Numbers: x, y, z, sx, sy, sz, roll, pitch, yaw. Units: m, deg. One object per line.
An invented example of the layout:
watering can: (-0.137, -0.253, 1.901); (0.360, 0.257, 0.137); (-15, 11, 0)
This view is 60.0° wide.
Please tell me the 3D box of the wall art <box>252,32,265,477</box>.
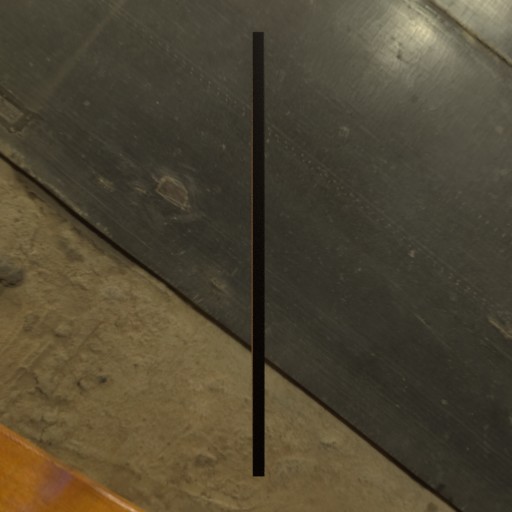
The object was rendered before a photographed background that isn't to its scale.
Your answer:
wall art: (0.000, 0.000, 0.684); (0.012, 0.458, 0.457); (0, 89, -1)
